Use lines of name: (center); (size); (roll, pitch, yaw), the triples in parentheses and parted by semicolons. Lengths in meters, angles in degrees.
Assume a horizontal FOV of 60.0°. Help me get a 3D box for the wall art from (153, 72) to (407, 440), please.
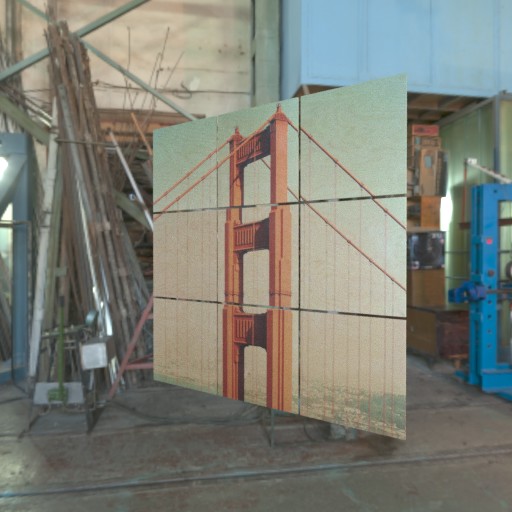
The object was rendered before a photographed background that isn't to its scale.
wall art: (0.000, 0.000, 2.274); (1.517, 1.523, 0.013); (0, 1, 35)
